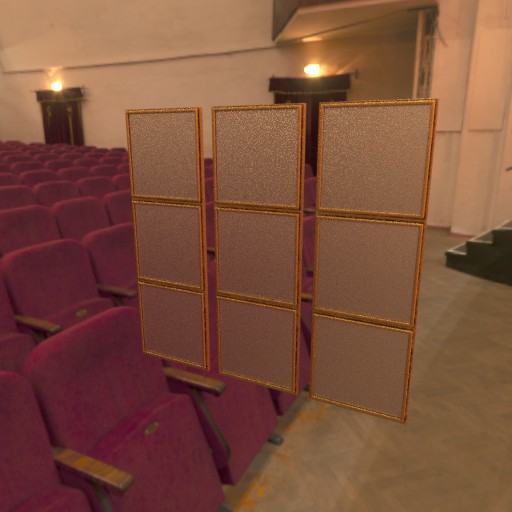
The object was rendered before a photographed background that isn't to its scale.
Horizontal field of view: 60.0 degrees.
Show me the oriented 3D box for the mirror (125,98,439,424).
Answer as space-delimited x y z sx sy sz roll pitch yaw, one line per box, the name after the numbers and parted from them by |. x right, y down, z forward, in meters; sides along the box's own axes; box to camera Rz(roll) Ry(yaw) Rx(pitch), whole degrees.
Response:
0.000 0.000 1.432 1.011 0.926 0.023 7 16 26 | mirror
